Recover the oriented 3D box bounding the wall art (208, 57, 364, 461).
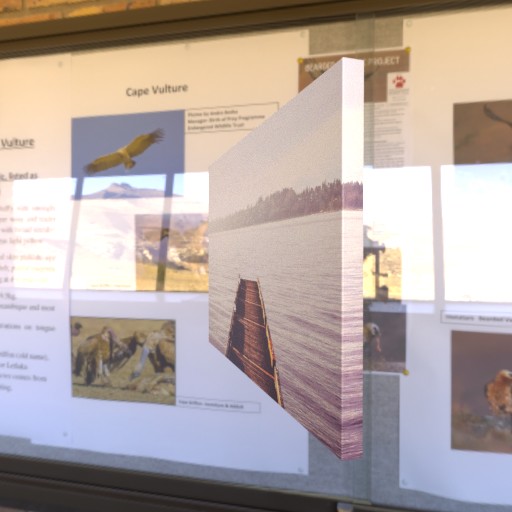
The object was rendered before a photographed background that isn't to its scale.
[{"bbox_3d":[0.000,0.000,1.104,0.037,0.609,0.916,0,1,-19],"label":"wall art"}]
